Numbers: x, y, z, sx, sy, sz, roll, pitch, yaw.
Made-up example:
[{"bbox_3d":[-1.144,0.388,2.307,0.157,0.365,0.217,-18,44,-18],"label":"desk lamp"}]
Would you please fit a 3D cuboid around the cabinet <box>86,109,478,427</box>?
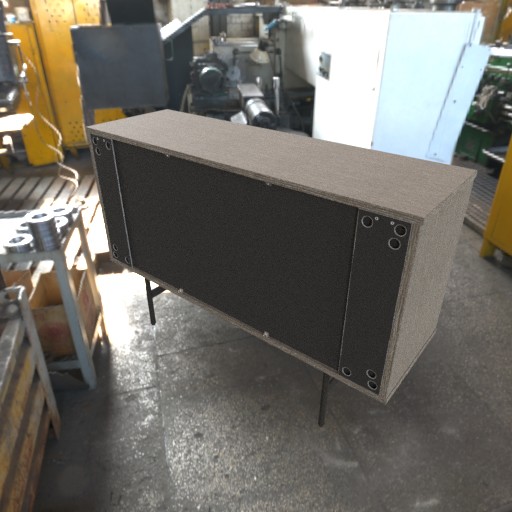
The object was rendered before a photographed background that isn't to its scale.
[{"bbox_3d":[0.000,0.000,1.548,1.194,0.787,0.405,22,36,33],"label":"cabinet"}]
